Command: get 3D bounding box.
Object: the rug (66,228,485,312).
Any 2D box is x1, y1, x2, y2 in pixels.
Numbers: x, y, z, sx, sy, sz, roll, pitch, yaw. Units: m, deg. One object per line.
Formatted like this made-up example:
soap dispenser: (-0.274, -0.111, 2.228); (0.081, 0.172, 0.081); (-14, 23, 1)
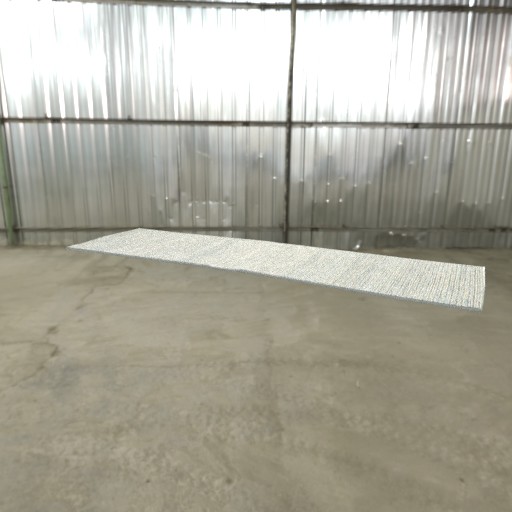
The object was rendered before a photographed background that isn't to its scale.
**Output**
rug: (0.000, 0.000, 2.532); (2.341, 0.037, 0.675); (7, 16, 27)
